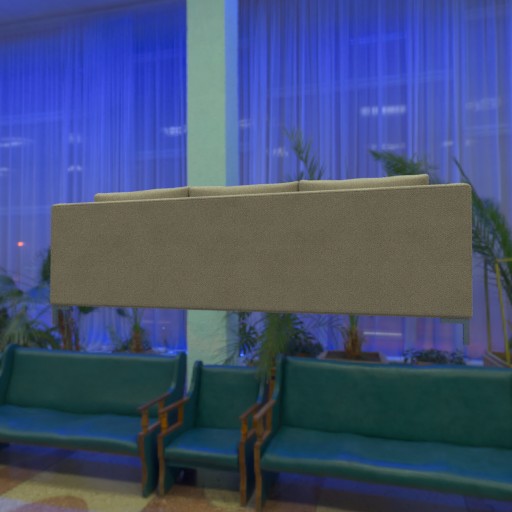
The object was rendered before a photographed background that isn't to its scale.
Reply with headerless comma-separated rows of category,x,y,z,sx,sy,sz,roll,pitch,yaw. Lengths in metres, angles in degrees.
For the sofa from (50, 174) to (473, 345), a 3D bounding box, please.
sofa,0.000,0.000,2.883,2.415,0.867,0.969,0,-1,18
